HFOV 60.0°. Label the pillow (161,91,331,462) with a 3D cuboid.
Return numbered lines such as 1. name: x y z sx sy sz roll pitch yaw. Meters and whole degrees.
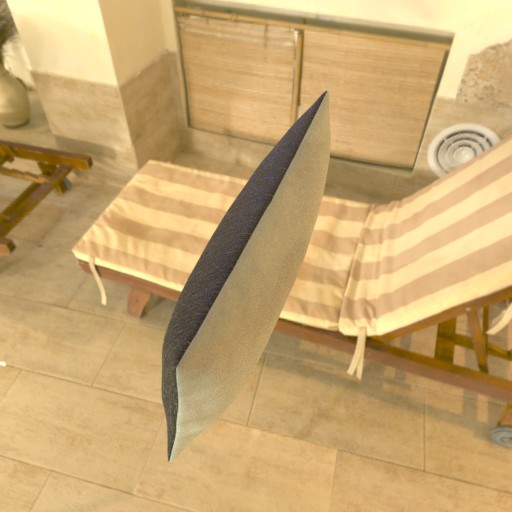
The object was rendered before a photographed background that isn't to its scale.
1. pillow: 0.000 0.000 0.736 0.156 0.305 0.608 15 48 14
